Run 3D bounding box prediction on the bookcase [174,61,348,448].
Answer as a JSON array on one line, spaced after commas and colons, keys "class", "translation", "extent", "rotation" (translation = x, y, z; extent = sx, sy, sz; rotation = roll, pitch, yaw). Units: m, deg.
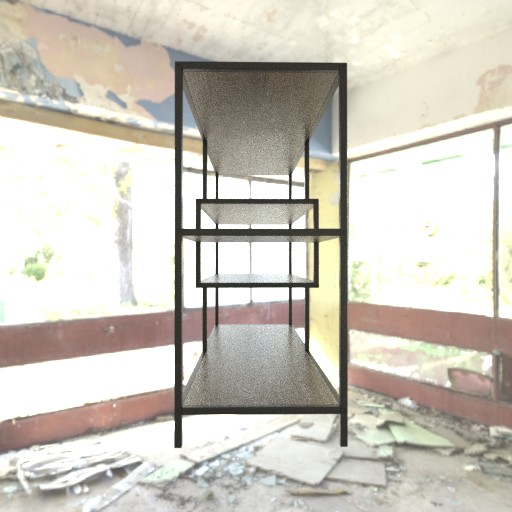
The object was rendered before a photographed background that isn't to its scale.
[{"class": "bookcase", "translation": [0.000, 0.000, 1.465], "extent": [0.350, 0.780, 1.140], "rotation": [0, 0, -1]}]
